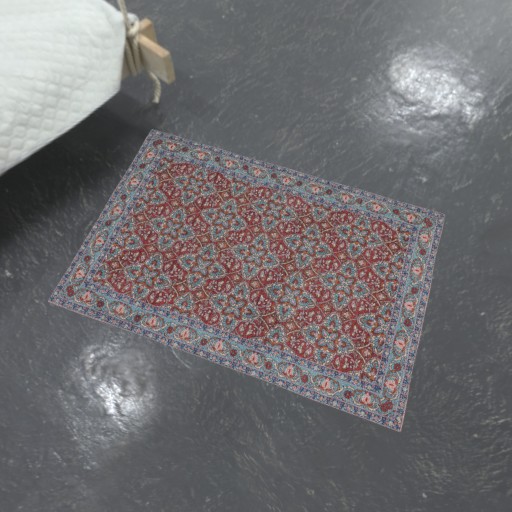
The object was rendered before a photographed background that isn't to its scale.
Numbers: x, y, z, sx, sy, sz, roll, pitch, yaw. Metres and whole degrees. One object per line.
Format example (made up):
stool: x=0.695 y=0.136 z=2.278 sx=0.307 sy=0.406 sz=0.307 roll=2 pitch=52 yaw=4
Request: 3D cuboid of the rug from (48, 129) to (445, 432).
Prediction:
rug: x=0.000 y=0.000 z=2.383 sx=1.829 sy=0.009 sz=1.219 roll=18 pitch=65 yaw=9
